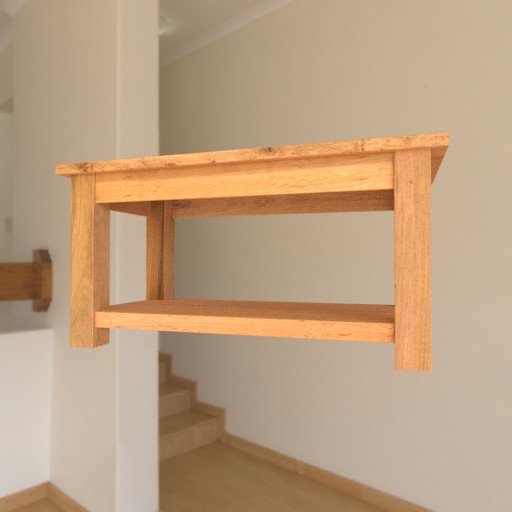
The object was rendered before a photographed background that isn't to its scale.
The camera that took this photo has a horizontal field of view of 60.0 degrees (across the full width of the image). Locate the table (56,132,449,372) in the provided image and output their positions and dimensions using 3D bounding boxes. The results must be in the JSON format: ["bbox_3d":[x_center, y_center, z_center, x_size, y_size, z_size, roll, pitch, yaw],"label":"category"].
[{"bbox_3d":[0.000,0.000,1.172,0.899,0.452,0.450,0,-1,18],"label":"table"}]
